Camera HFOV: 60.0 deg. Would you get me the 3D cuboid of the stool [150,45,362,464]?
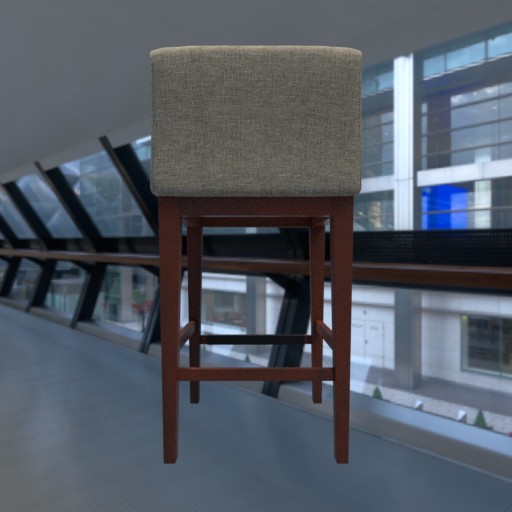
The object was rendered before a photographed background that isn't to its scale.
[{"bbox_3d":[0.000,0.000,1.076,0.417,0.835,0.459,0,0,0],"label":"stool"}]
